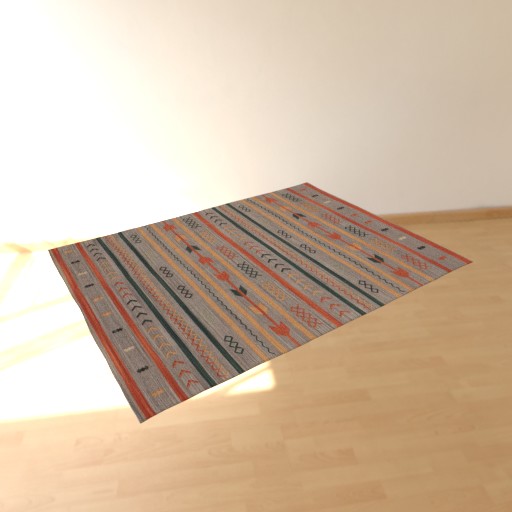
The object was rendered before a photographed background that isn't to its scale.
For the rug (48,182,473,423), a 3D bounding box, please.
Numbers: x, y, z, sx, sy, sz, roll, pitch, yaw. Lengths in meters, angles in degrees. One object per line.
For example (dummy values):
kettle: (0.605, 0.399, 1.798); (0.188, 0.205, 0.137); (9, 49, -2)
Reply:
rug: (0.000, 0.000, 3.913); (3.029, 0.022, 2.263); (-19, 35, -29)
